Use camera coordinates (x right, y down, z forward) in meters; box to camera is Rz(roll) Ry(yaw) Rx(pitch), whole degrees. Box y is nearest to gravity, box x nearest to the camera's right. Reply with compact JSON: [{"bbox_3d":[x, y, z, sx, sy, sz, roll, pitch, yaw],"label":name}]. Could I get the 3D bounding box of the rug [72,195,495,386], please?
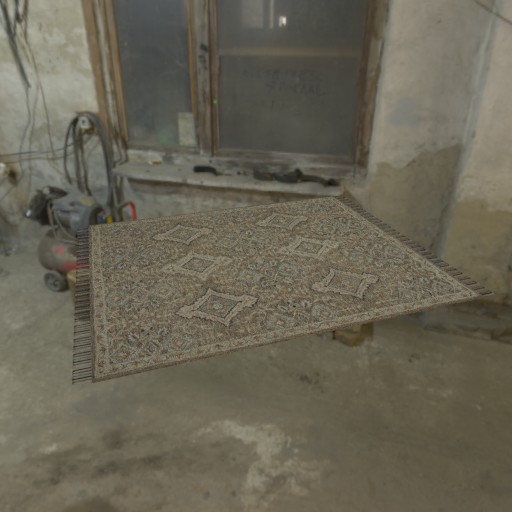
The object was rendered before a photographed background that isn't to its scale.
[{"bbox_3d":[0.000,0.000,3.993,3.056,0.010,2.437,-9,28,-17],"label":"rug"}]
